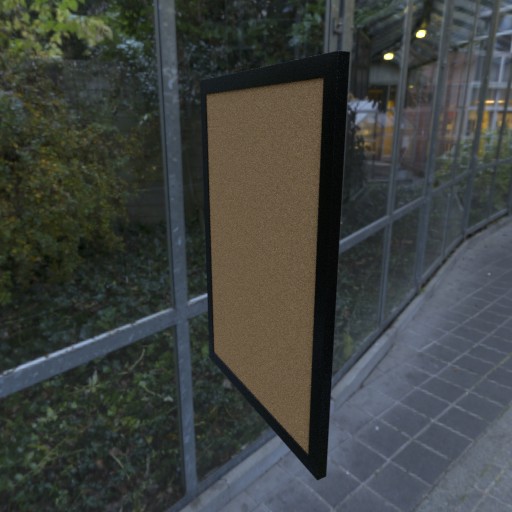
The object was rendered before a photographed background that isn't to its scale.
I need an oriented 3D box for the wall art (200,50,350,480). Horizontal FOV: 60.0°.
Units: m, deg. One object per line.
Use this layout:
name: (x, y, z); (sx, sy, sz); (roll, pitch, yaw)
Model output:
wall art: (0.000, 0.000, 0.842); (0.019, 0.656, 0.462); (-9, 19, -27)
